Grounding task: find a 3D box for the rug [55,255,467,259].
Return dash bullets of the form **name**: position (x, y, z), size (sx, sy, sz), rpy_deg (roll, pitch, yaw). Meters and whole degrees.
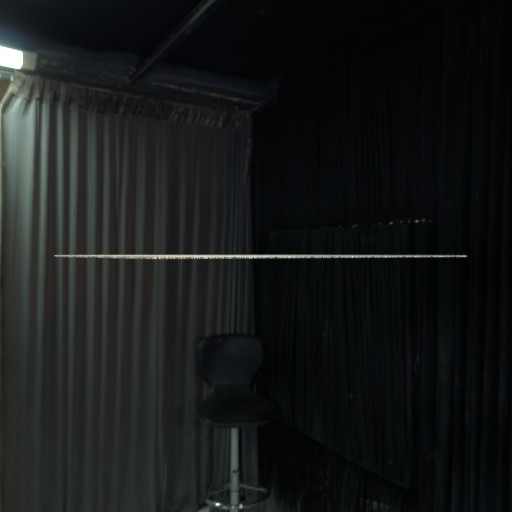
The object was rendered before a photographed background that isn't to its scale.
- **rug**: position (0.000, 0.000, 3.996), size (2.932, 0.015, 2.315), rpy_deg (0, 0, -36)
